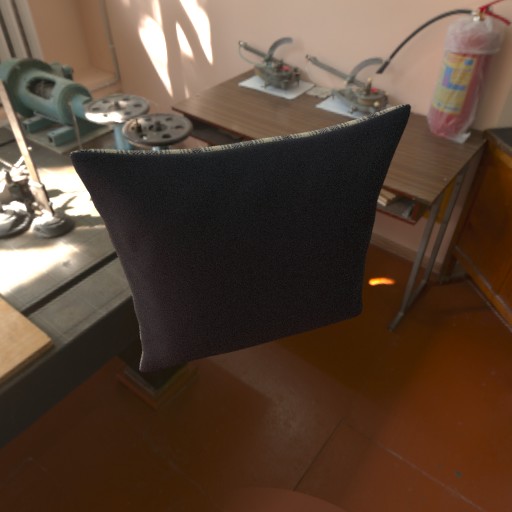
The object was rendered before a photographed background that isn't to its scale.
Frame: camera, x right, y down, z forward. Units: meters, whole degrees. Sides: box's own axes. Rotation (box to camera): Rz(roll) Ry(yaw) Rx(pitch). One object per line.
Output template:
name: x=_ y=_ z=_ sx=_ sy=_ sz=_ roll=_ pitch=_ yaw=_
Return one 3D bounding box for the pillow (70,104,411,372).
pillow: x=0.000 y=0.000 z=0.813 sx=0.520 sy=0.508 sz=0.166 roll=-12 pitch=42 yaw=-14
